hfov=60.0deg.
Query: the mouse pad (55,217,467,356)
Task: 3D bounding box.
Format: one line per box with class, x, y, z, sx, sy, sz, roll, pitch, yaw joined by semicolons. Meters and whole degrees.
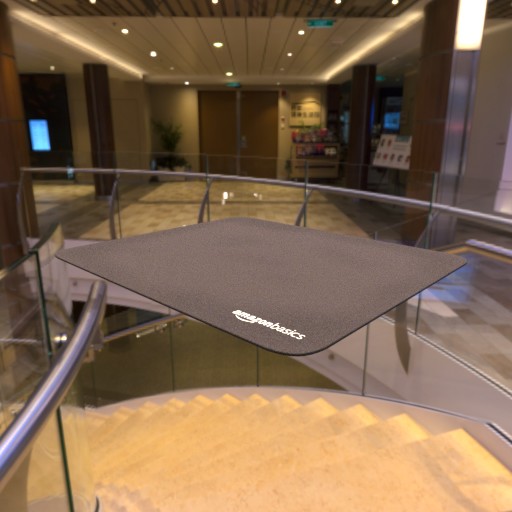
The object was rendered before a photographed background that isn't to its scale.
mouse pad;0.000;0.000;0.428;0.315;0.002;0.269;14;21;41
